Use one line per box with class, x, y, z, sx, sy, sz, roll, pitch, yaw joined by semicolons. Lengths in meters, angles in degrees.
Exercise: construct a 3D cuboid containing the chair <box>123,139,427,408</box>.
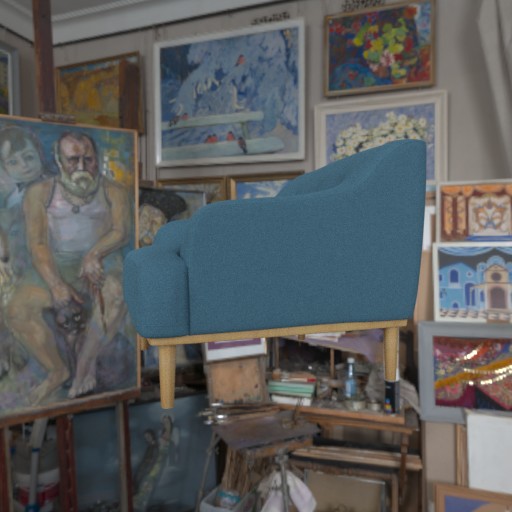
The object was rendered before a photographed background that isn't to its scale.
chair;0.000;0.000;1.693;0.951;0.818;0.946;0;1;-19
